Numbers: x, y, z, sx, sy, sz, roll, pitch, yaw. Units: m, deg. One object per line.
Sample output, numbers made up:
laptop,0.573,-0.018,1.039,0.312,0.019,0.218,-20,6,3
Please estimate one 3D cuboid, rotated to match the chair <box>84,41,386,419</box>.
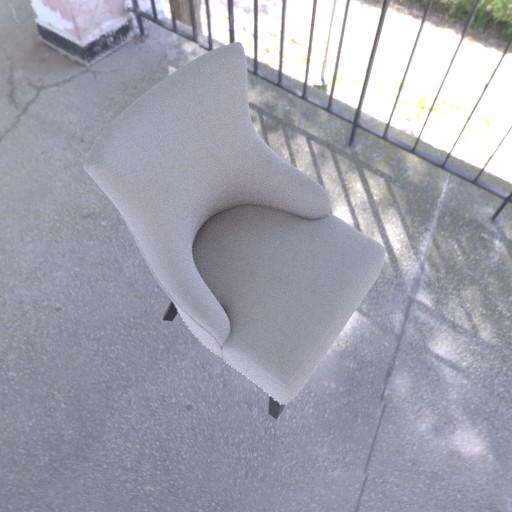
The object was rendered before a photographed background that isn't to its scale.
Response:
chair,0.000,0.000,1.292,0.629,0.909,0.566,32,64,18
